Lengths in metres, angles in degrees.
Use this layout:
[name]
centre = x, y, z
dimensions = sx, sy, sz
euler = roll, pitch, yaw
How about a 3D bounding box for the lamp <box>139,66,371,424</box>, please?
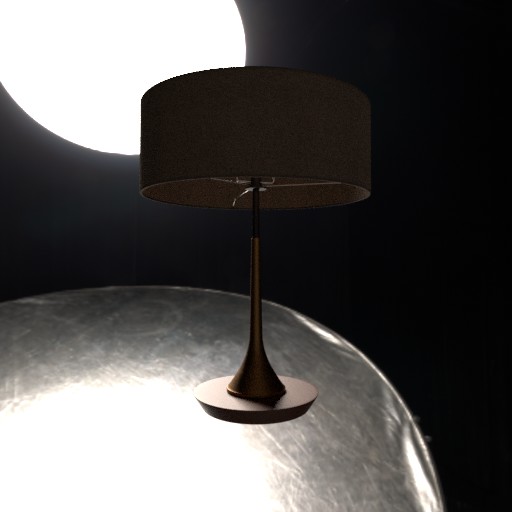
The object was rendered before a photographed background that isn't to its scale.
[lamp]
centre = 0.000, 0.000, 0.819
dimensions = 0.417, 0.551, 0.396
euler = 0, -1, -18
